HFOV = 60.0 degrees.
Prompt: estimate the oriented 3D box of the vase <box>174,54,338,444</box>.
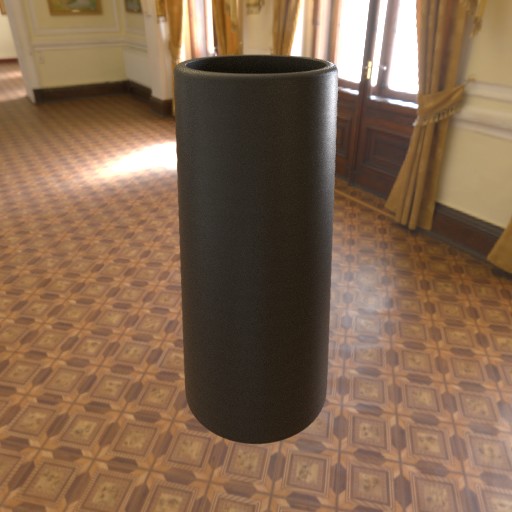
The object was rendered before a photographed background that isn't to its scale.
[{"bbox_3d":[0.000,0.000,0.360,0.136,0.289,0.136,-11,32,-17],"label":"vase"}]
